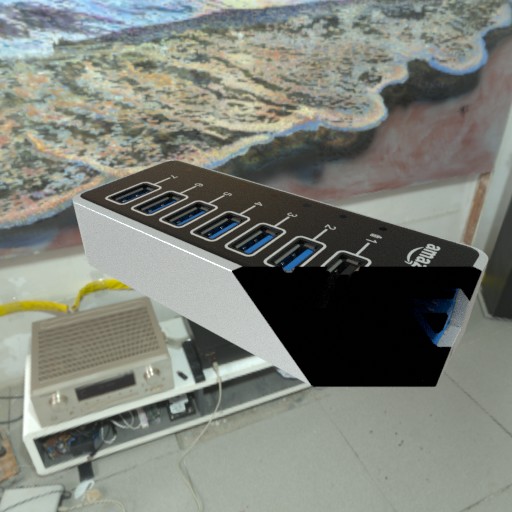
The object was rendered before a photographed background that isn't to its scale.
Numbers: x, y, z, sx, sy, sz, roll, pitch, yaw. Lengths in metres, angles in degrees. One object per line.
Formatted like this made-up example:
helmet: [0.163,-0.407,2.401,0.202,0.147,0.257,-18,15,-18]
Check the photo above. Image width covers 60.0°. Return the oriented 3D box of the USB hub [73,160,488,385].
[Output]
USB hub: [0.000,0.000,0.126,0.110,0.023,0.044,22,38,31]
